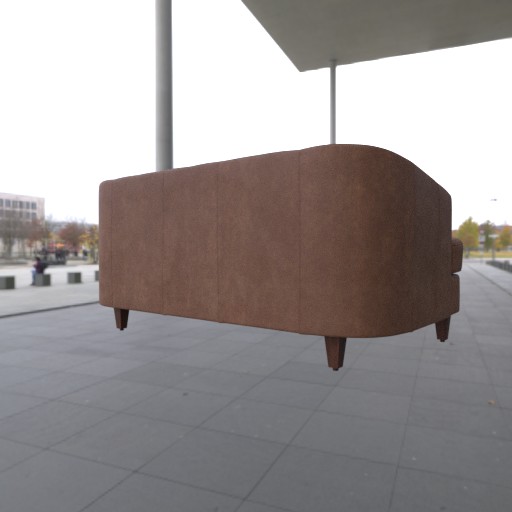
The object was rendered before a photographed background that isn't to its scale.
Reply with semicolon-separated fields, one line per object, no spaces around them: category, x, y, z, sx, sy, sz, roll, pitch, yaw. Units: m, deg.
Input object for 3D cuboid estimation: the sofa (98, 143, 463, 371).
sofa;0.000;0.000;2.235;1.755;0.786;0.914;1;1;38
